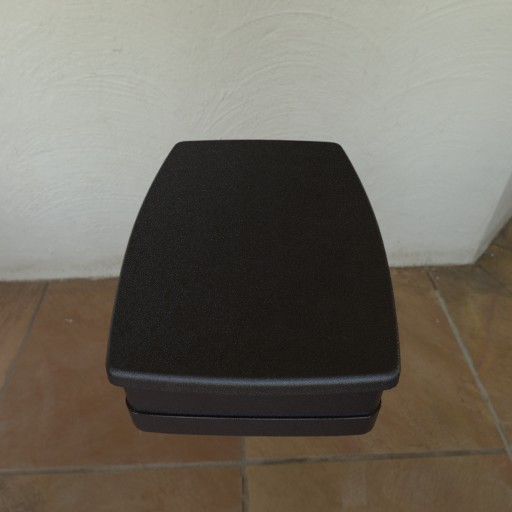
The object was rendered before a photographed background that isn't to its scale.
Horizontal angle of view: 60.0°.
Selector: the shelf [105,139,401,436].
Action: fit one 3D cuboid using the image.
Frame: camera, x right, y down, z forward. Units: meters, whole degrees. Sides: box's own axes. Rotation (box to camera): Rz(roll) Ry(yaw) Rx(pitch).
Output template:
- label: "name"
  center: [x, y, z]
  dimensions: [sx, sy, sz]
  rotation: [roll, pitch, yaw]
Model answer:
- label: "shelf"
  center: [0.000, 0.000, 0.531]
  dimensions: [0.280, 0.100, 0.410]
  rotation: [1, 42, 1]
